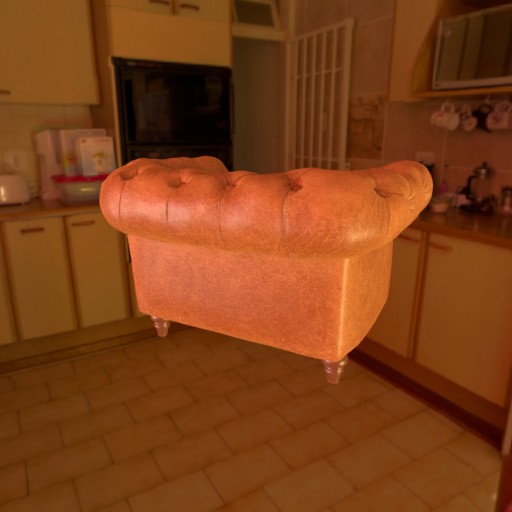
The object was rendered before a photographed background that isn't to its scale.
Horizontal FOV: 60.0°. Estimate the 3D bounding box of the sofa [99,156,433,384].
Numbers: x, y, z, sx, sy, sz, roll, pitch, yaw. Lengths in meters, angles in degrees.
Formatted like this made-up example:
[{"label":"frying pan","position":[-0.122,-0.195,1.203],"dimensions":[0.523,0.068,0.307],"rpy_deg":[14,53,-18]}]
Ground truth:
[{"label":"sofa","position":[0.000,0.000,2.077],"dimensions":[1.405,0.878,1.033],"rpy_deg":[8,18,28]}]
